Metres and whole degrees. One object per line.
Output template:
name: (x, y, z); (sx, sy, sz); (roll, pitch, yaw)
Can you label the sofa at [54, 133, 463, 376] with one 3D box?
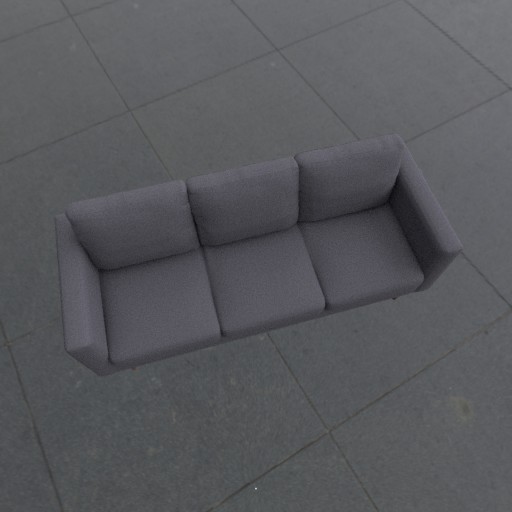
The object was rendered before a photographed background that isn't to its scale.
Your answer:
sofa: (0.000, 0.000, 2.525); (2.029, 0.912, 0.802); (-14, 63, -7)
